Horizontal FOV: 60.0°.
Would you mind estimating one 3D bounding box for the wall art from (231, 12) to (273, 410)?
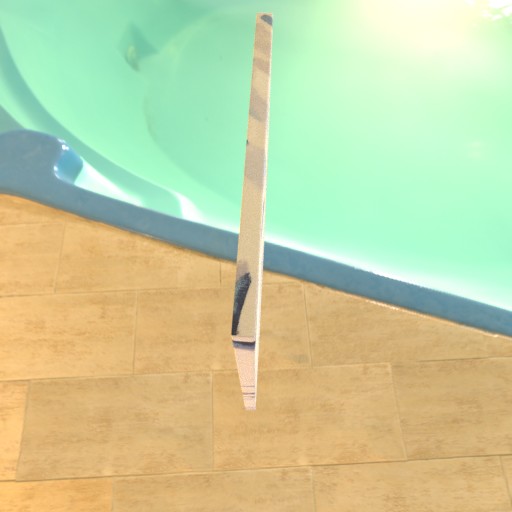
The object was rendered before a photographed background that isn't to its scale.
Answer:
[{"bbox_3d":[0.000,0.000,1.314,0.038,1.015,0.761,3,65,1],"label":"wall art"}]
